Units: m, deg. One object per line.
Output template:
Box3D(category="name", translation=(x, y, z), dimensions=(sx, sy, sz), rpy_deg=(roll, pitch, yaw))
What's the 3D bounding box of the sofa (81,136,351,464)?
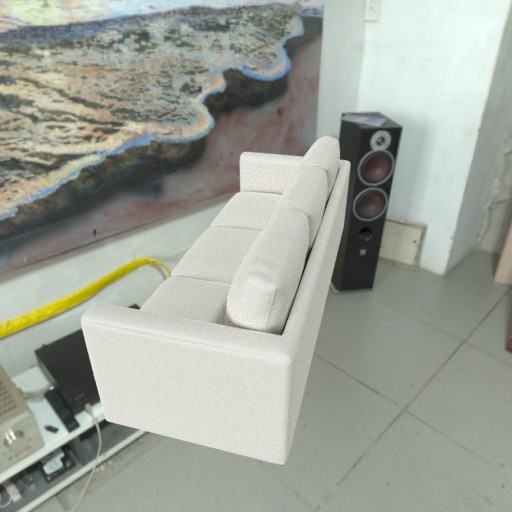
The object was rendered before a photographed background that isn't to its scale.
Box3D(category="sofa", translation=(0.000, 0.000, 2.438), dimensions=(0.802, 0.912, 2.029), rpy_deg=(8, 31, 13))
